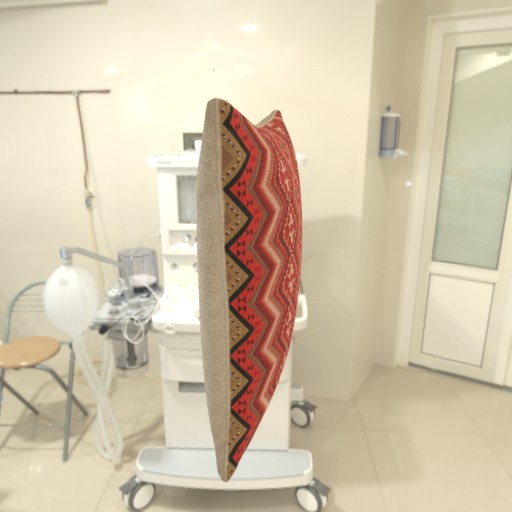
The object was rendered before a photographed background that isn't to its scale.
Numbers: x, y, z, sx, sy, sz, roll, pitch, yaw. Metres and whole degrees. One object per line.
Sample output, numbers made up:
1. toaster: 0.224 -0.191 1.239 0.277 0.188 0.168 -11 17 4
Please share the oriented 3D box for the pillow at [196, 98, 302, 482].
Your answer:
1. pillow: 0.000 0.000 0.788 0.158 0.511 0.513 3 17 10
